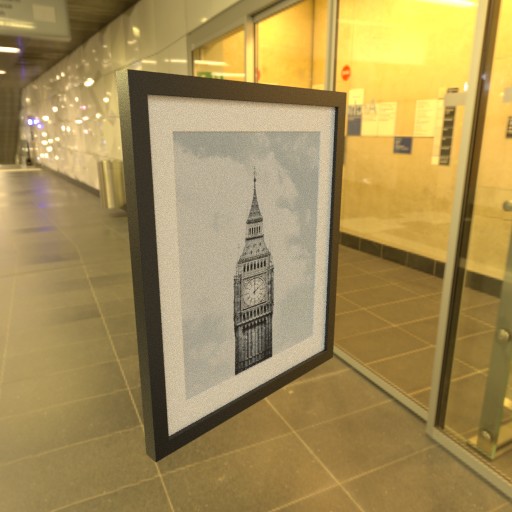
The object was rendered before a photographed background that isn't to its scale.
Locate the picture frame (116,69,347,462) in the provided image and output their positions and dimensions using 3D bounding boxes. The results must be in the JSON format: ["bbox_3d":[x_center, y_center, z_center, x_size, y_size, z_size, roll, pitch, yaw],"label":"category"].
[{"bbox_3d":[0.000,0.000,0.766,0.028,0.556,0.460,15,22,43],"label":"picture frame"}]
